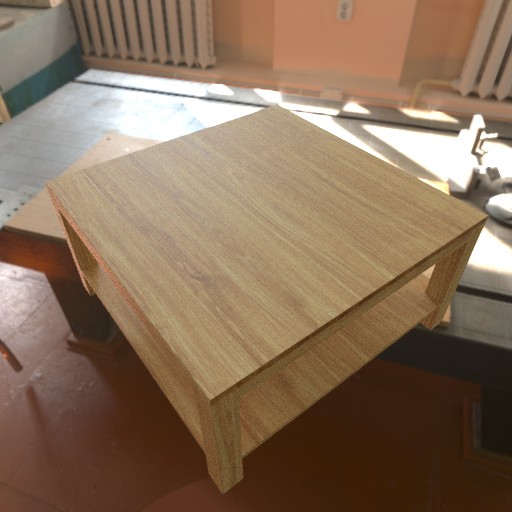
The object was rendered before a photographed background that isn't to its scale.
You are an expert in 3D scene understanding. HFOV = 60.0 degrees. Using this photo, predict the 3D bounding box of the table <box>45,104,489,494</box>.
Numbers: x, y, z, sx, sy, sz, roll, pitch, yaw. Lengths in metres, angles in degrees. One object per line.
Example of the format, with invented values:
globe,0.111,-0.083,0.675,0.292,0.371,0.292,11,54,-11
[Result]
table,0.000,0.000,1.413,0.900,0.450,0.900,-27,49,-27
